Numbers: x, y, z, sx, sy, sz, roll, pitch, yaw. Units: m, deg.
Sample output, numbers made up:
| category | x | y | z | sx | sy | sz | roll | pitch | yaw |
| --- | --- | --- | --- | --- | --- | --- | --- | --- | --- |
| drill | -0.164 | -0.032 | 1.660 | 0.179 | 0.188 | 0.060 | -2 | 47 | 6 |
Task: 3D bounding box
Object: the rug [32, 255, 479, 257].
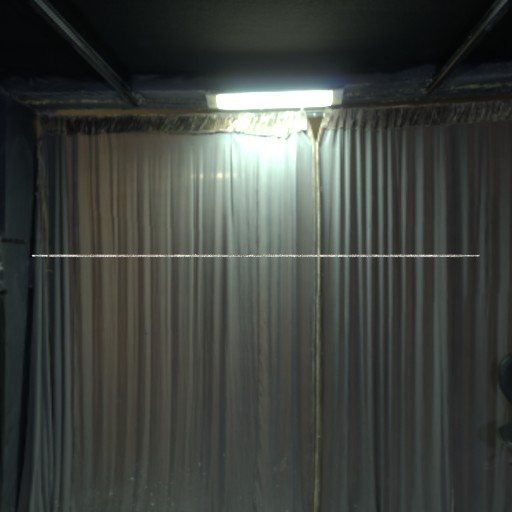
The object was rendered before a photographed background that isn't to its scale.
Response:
| category | x | y | z | sx | sy | sz | roll | pitch | yaw |
| --- | --- | --- | --- | --- | --- | --- | --- | --- | --- |
| rug | 0.000 | 0.000 | 2.985 | 2.664 | 0.011 | 0.762 | 0 | 0 | 0 |
